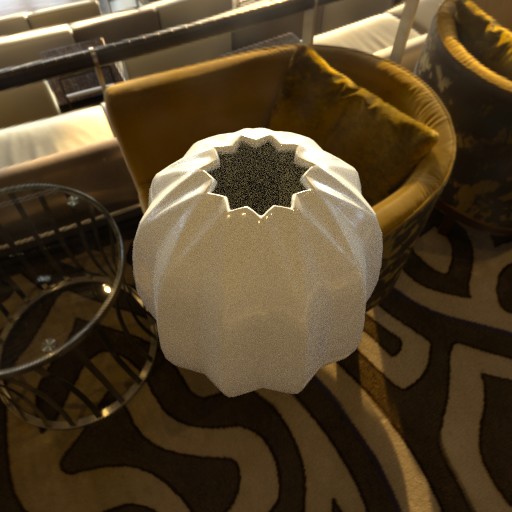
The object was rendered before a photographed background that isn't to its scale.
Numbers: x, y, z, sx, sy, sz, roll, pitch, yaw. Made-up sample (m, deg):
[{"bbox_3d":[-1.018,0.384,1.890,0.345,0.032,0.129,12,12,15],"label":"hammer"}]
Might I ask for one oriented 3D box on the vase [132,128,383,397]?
[{"bbox_3d":[0.000,0.000,0.250,0.139,0.134,0.139,0,57,0],"label":"vase"}]
